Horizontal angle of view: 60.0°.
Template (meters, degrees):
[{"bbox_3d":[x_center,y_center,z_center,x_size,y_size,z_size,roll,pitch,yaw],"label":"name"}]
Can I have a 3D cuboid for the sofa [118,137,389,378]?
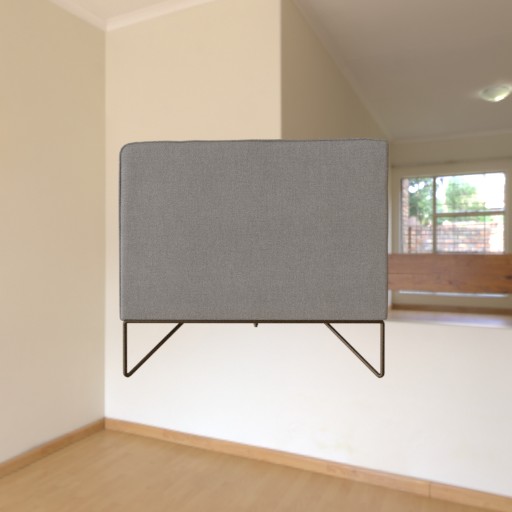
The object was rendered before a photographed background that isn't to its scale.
[{"bbox_3d":[0.000,0.000,2.489,0.912,0.798,2.079,0,0,0],"label":"sofa"}]
